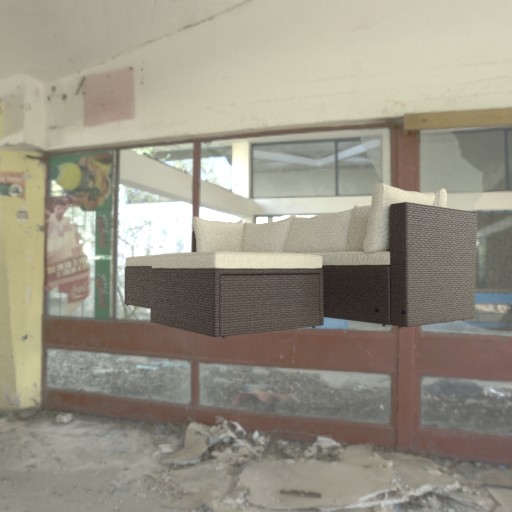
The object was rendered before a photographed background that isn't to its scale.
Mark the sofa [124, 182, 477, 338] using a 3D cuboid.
[{"bbox_3d":[0.000,0.000,2.986,1.612,0.766,2.192,1,-2,-37],"label":"sofa"}]
